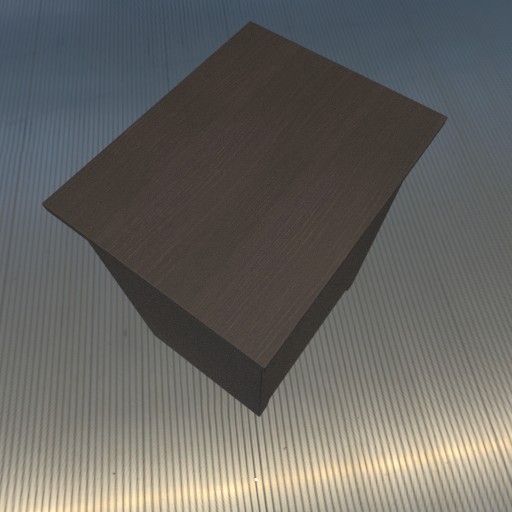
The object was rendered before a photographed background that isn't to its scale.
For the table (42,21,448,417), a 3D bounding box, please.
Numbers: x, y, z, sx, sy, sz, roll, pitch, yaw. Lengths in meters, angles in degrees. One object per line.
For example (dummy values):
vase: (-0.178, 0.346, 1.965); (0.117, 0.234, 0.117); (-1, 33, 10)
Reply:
table: (0.000, 0.000, 0.930); (0.381, 0.635, 0.480); (33, 68, 16)
